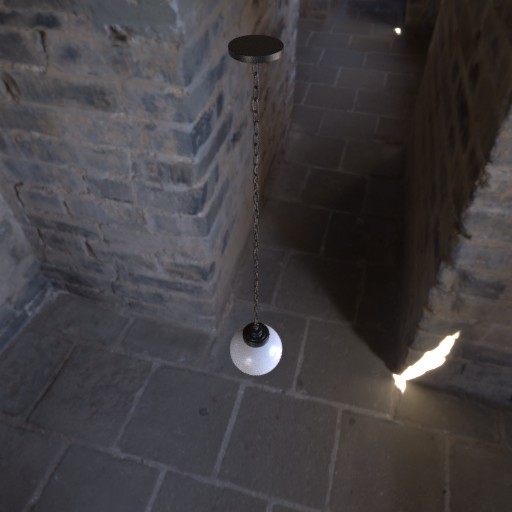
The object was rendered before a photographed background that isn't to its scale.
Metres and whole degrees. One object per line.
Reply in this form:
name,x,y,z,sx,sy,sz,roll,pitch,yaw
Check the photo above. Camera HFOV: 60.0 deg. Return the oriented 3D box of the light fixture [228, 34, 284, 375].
light fixture,0.000,0.000,2.031,0.305,1.867,0.304,-24,51,-21
